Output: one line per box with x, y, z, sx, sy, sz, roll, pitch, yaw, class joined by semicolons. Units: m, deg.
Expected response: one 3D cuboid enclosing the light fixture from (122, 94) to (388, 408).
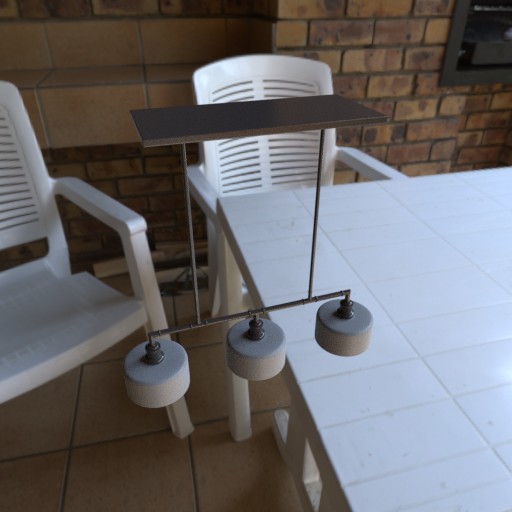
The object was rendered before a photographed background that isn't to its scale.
0.000;0.000;0.880;0.582;0.557;0.177;-10;33;-16;light fixture
